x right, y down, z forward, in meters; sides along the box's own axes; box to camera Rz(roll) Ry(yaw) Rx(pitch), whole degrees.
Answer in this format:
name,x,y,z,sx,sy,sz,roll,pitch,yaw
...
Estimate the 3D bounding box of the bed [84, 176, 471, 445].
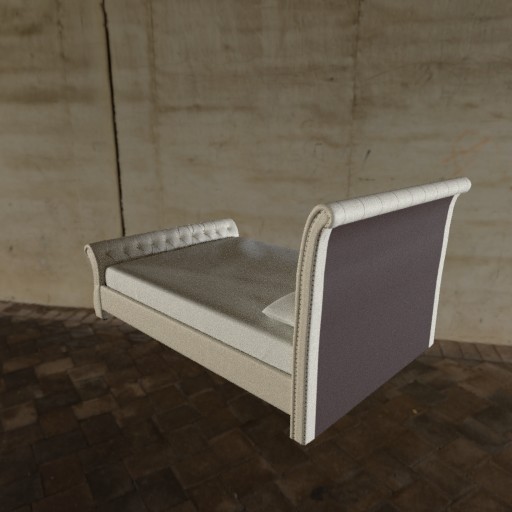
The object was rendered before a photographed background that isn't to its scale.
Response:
name,x,y,z,sx,sy,sz,roll,pitch,yaw
bed,0.000,0.000,3.423,2.493,1.268,1.606,15,22,42
